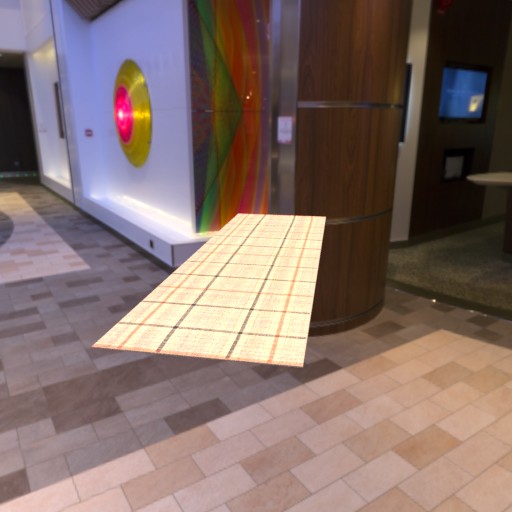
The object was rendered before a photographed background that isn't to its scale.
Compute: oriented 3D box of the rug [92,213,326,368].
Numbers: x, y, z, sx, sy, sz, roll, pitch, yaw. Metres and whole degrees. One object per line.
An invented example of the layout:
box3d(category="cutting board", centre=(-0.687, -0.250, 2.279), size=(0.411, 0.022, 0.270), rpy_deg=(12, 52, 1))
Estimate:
box3d(category="rug", centre=(0.000, 0.000, 2.683), size=(0.762, 0.008, 2.439), rpy_deg=(3, 17, 10))
